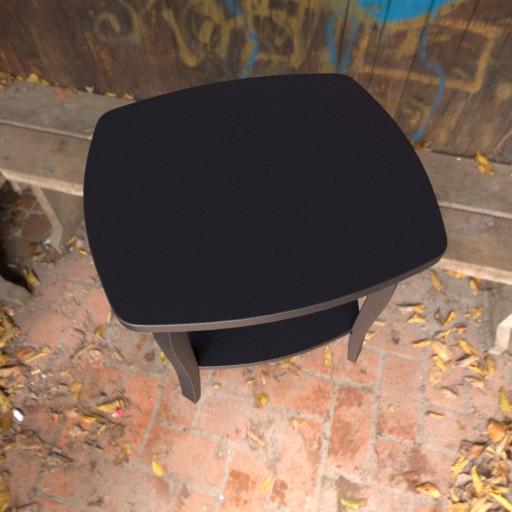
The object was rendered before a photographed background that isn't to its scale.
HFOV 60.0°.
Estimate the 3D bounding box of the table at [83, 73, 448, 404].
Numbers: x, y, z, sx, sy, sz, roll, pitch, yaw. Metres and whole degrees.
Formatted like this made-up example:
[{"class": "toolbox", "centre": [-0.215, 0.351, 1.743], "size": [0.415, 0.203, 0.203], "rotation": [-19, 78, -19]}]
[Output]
[{"class": "table", "centre": [0.000, 0.000, 0.855], "size": [0.508, 0.457, 0.457], "rotation": [-12, 59, -7]}]
